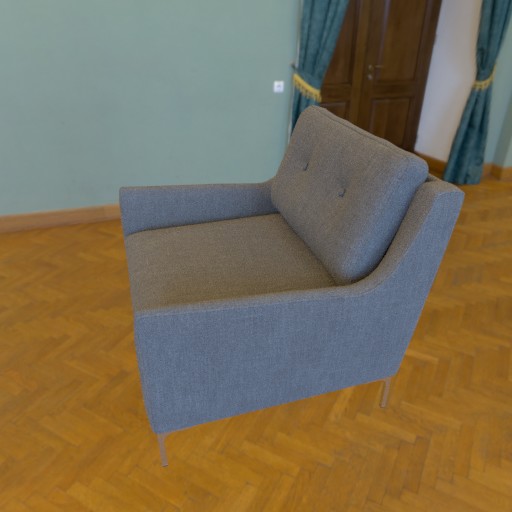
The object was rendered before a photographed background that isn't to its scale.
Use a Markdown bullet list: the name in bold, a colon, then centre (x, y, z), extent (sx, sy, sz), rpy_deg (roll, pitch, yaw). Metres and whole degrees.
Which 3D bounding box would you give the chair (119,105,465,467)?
- **chair**: centre (0.000, 0.000, 1.498), extent (0.849, 0.828, 0.847), rpy_deg (-9, 32, -15)
